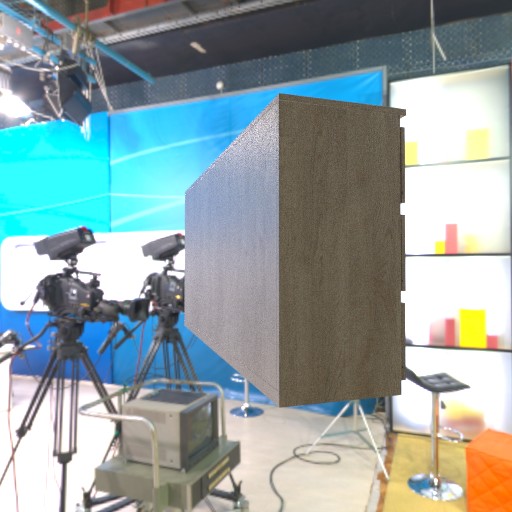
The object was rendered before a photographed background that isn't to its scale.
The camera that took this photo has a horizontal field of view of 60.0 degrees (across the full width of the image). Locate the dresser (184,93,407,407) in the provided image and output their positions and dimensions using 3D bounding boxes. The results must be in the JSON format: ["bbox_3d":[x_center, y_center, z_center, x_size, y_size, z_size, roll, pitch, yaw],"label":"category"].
[{"bbox_3d":[0.000,0.000,1.930,0.390,0.795,1.590,0,-1,-18],"label":"dresser"}]
